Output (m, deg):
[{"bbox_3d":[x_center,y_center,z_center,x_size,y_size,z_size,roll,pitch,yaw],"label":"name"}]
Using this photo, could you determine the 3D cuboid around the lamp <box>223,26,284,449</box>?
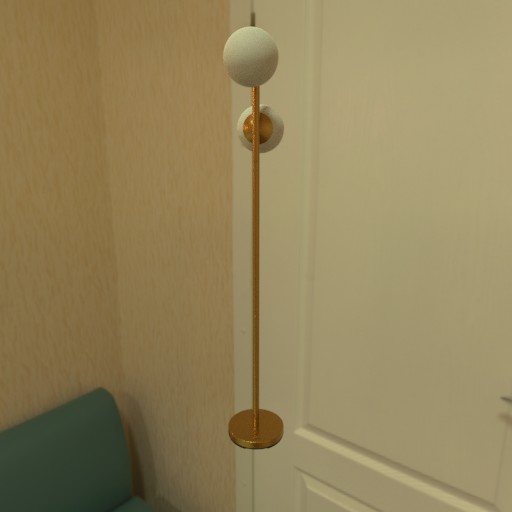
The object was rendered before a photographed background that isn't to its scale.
[{"bbox_3d":[0.000,0.000,1.799,0.249,1.641,0.419,2,14,9],"label":"lamp"}]
